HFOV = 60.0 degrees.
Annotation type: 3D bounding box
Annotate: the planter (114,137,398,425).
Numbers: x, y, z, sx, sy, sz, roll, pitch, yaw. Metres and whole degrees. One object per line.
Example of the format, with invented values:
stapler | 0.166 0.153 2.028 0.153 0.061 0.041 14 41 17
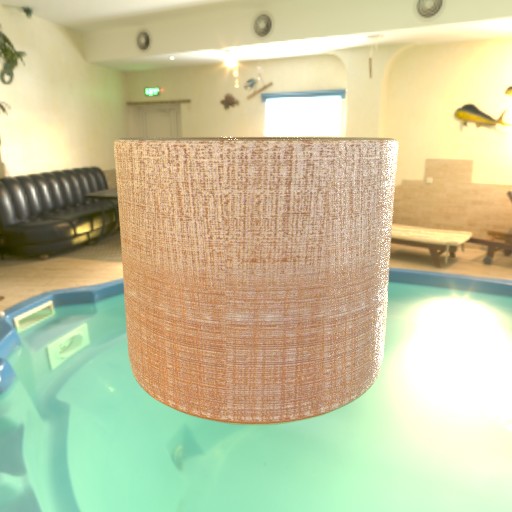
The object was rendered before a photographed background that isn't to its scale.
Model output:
planter | 0.000 0.000 0.186 0.109 0.096 0.109 0 15 0
